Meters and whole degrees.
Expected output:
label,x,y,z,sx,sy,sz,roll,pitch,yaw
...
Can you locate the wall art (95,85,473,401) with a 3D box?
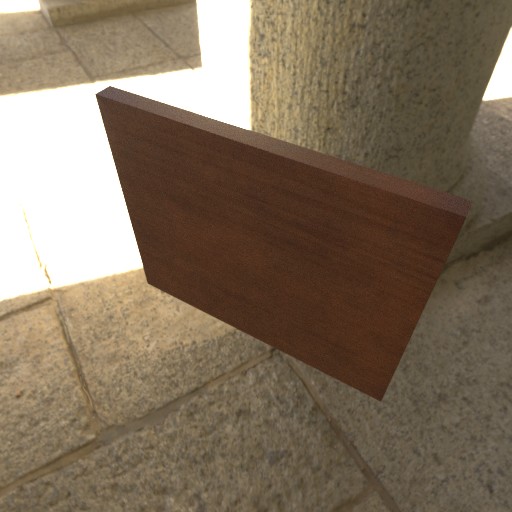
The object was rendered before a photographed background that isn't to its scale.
label,x,y,z,sx,sy,sz,roll,pitch,yaw
wall art,0.000,0.000,0.762,0.558,0.457,0.033,23,51,20
